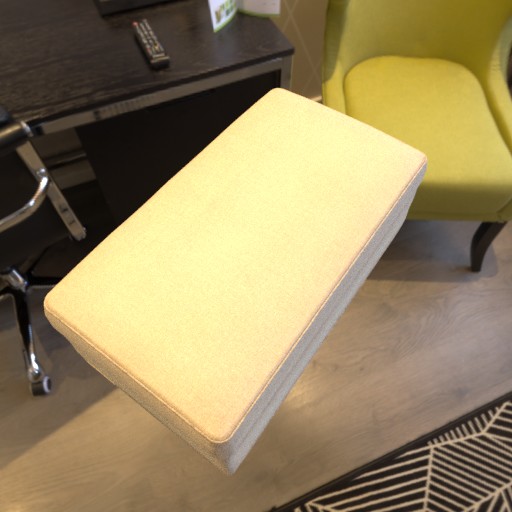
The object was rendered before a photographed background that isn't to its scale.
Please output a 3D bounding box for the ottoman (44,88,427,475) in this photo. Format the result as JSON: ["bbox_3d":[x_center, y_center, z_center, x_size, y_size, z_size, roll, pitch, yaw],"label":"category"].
[{"bbox_3d":[0.000,0.000,1.416,0.617,0.448,1.097,31,63,18],"label":"ottoman"}]
